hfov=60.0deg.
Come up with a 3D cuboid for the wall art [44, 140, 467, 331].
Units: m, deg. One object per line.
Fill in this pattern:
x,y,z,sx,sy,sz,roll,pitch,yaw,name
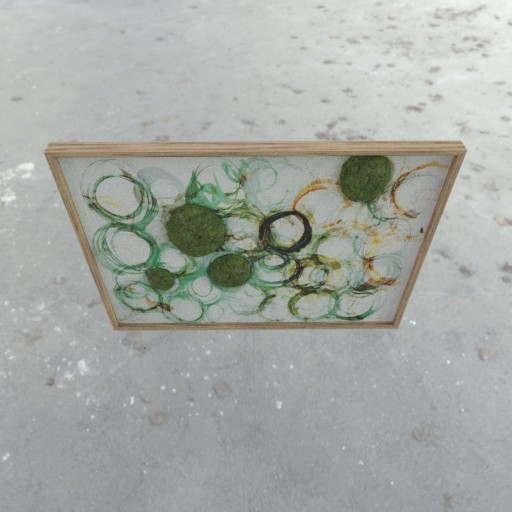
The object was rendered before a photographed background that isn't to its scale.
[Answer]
0.000,0.000,1.103,0.841,0.609,0.063,0,46,0,wall art
